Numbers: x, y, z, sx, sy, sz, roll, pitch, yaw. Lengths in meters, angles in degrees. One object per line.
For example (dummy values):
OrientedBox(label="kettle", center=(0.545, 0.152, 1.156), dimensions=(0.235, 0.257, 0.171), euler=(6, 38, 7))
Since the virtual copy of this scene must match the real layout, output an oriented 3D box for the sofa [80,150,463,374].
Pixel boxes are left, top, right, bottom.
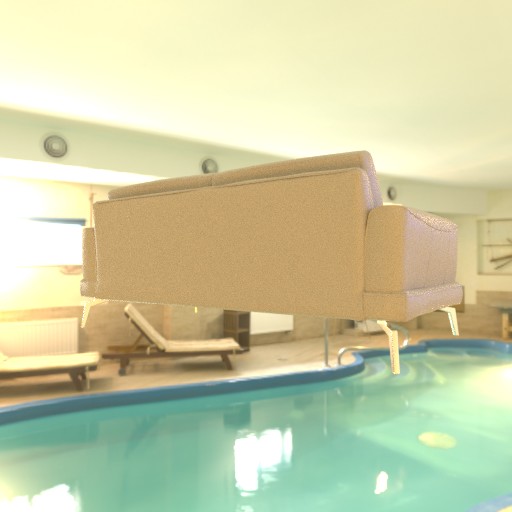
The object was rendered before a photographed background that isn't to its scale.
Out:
OrientedBox(label="sofa", center=(0.000, 0.000, 2.730), dimensions=(2.177, 0.930, 1.121), euler=(-1, -1, 35))
